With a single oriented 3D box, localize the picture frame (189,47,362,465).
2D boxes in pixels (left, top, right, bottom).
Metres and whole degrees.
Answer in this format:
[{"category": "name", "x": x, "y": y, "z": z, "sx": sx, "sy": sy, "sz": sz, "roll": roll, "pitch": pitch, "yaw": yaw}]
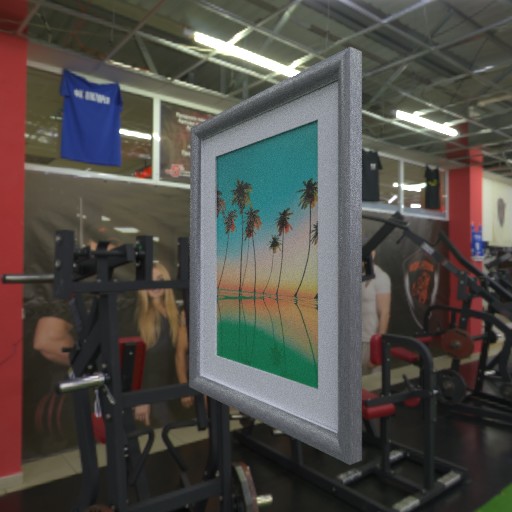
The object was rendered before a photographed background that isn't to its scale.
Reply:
[{"category": "picture frame", "x": 0.000, "y": 0.000, "z": 0.781, "sx": 0.029, "sy": 0.559, "sz": 0.454, "roll": 0, "pitch": -1, "yaw": -36}]
